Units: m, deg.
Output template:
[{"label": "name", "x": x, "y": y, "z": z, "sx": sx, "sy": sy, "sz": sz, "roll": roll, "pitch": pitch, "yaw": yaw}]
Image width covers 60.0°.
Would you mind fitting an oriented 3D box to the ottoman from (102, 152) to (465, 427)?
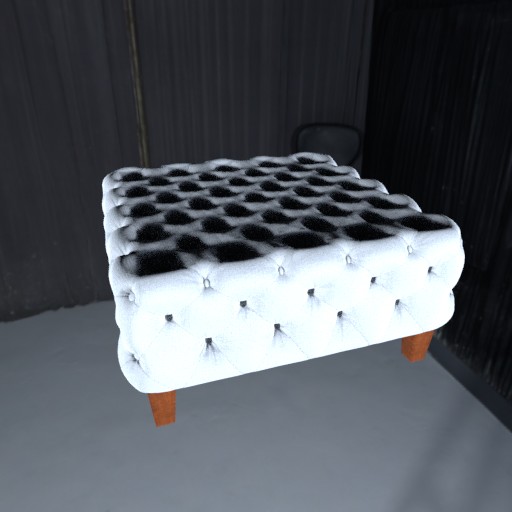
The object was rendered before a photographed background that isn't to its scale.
[{"label": "ottoman", "x": 0.000, "y": 0.000, "z": 1.199, "sx": 0.758, "sy": 0.365, "sz": 0.764, "roll": -9, "pitch": 28, "yaw": -17}]
